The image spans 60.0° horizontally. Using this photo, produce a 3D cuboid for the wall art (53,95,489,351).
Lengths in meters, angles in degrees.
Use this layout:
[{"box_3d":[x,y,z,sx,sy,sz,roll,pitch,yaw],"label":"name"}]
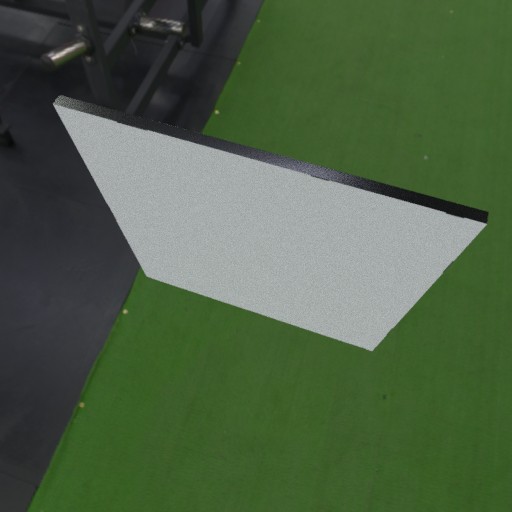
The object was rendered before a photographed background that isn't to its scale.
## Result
[{"box_3d":[0.000,0.000,0.633,0.446,0.445,0.014,17,65,8],"label":"wall art"}]
